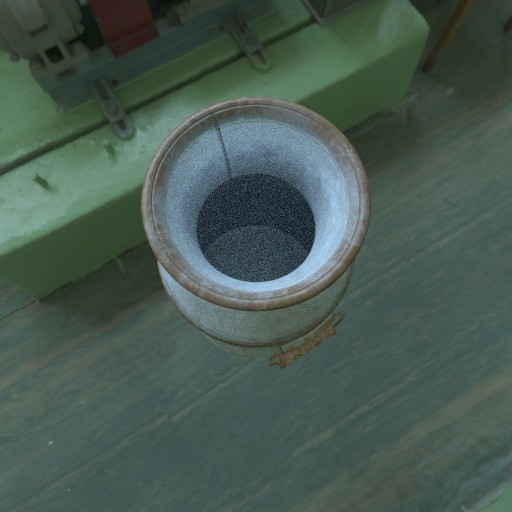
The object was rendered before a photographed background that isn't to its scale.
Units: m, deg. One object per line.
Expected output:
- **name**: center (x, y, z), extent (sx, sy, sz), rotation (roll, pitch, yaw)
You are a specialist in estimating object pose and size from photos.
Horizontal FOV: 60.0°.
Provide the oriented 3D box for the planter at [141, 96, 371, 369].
- **planter**: center (0.000, 0.000, 0.512), extent (0.215, 0.358, 0.248), rotation (-31, 77, -8)
